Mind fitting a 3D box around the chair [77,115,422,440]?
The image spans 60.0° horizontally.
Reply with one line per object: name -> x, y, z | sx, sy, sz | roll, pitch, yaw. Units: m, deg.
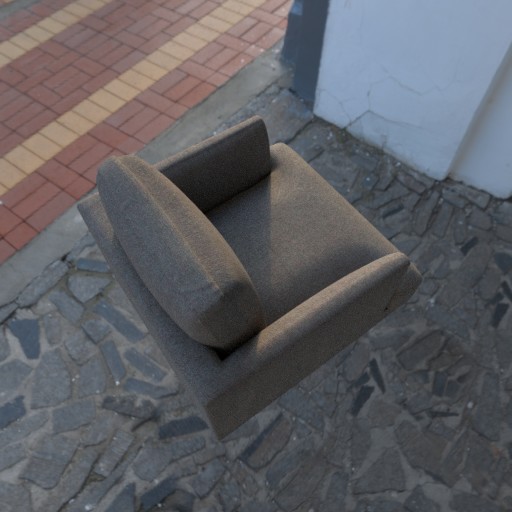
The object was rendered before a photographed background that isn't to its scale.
chair -> 0.000, 0.000, 1.614 | 0.899, 0.957, 0.858 | -31, 63, -18
